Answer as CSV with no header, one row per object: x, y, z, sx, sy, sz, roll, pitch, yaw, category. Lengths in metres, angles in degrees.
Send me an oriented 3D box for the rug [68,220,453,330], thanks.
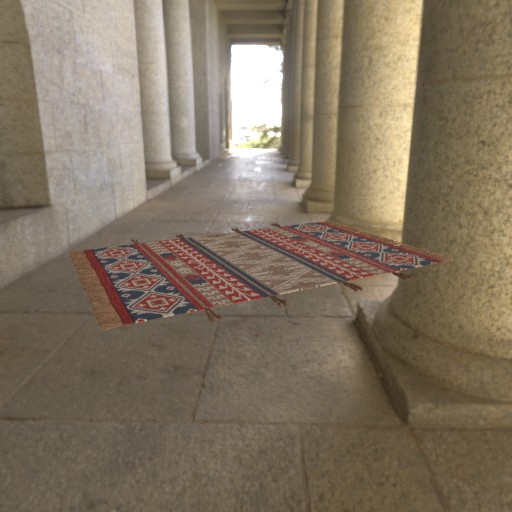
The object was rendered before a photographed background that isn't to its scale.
0.000,0.000,3.251,2.450,0.048,1.778,-8,19,-26,rug
